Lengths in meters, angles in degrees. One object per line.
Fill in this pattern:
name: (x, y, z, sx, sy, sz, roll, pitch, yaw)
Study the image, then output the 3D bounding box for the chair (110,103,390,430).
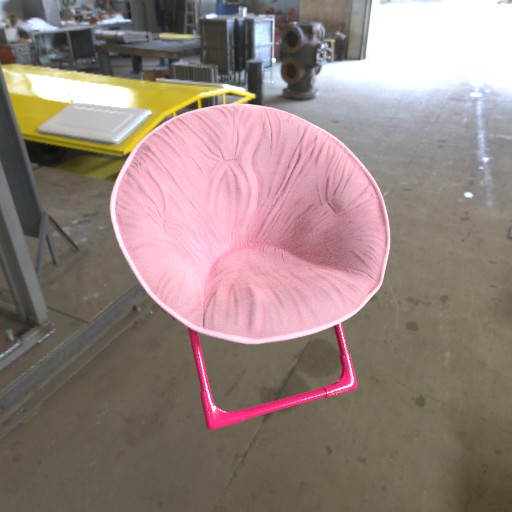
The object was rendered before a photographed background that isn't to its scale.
chair: (0.000, 0.000, 0.892, 0.522, 0.494, 0.459, -10, 33, -16)
